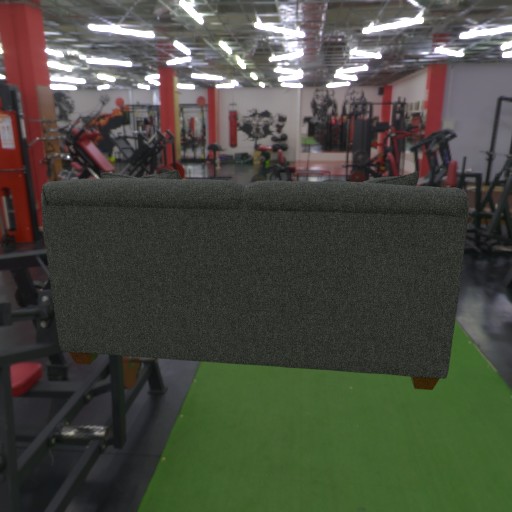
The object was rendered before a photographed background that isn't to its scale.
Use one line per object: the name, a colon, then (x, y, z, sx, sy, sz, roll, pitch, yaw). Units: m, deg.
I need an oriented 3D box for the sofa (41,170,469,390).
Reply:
sofa: (0.000, 0.000, 2.418, 1.846, 0.958, 0.998, 2, 16, 8)
